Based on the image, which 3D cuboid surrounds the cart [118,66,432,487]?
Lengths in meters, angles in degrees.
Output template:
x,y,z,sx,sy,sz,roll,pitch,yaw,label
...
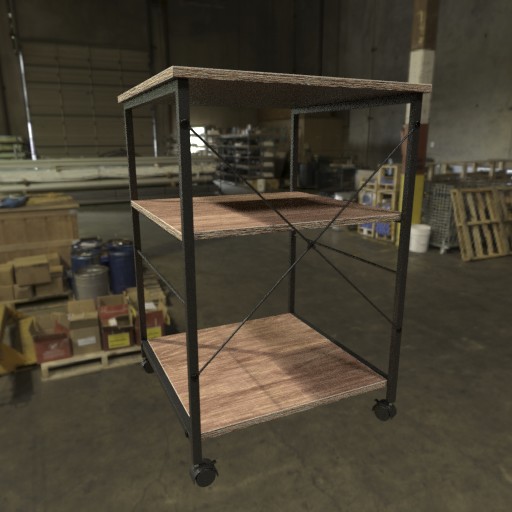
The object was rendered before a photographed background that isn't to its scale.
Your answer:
x,y,z,sx,sy,sz,roll,pitch,yaw,label
0.000,0.000,1.087,0.521,0.762,0.520,-7,16,-24,cart
